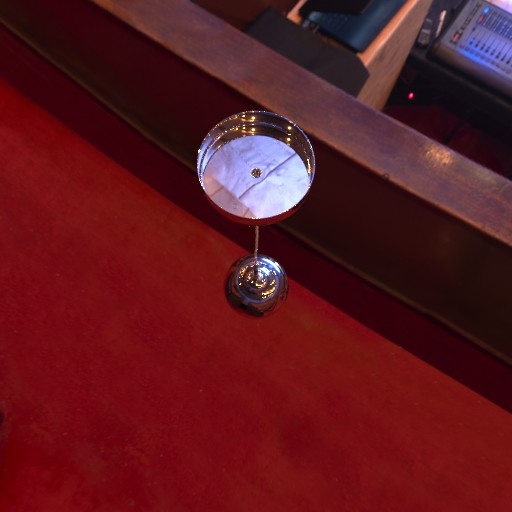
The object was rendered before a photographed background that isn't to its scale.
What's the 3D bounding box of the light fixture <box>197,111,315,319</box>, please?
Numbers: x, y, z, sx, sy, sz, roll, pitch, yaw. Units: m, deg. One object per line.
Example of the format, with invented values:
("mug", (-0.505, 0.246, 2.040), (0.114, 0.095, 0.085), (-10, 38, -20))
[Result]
("light fixture", (0.000, 0.000, 1.675), (0.336, 1.538, 0.336), (29, 77, 7))
